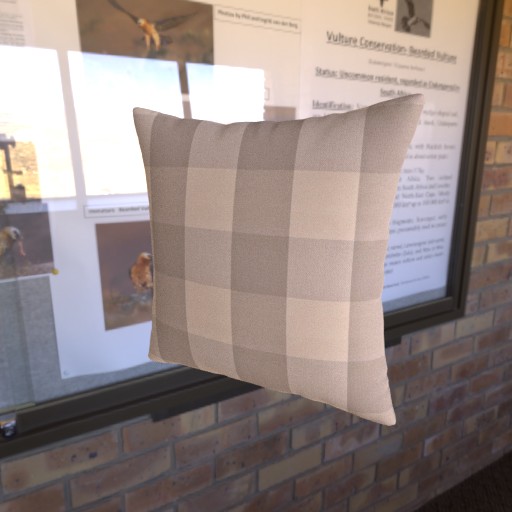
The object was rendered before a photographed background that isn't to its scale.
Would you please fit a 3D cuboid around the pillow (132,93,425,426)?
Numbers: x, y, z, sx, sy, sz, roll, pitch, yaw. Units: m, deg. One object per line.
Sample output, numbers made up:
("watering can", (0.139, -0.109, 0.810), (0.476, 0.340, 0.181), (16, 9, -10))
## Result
("pillow", (0.000, 0.000, 0.768), (0.511, 0.509, 0.161), (7, 16, 26))
